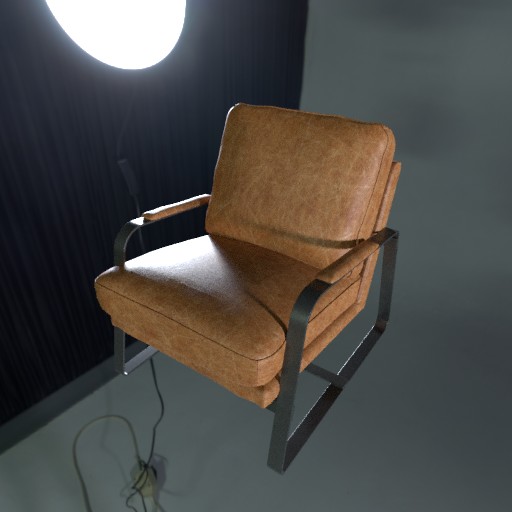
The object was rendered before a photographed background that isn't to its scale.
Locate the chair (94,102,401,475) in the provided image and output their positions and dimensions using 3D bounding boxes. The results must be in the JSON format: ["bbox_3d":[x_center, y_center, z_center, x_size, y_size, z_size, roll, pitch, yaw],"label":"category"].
[{"bbox_3d":[0.000,0.000,1.351,0.651,0.777,0.801,19,35,30],"label":"chair"}]
